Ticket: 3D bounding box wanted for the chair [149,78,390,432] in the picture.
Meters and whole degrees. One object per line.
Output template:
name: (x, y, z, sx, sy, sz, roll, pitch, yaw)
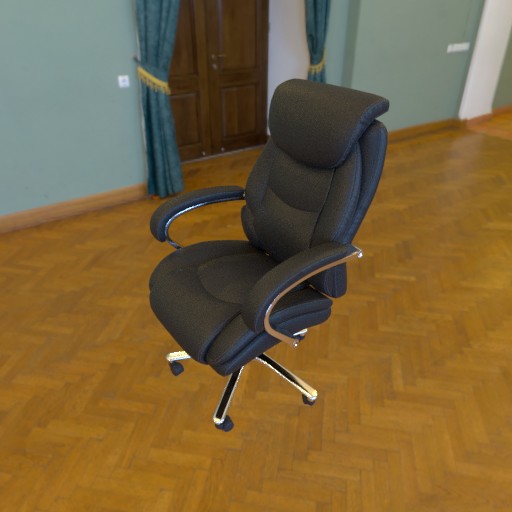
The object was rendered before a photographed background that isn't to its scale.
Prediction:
chair: (0.000, 0.000, 1.725, 0.790, 1.183, 0.755, -21, 37, -30)
